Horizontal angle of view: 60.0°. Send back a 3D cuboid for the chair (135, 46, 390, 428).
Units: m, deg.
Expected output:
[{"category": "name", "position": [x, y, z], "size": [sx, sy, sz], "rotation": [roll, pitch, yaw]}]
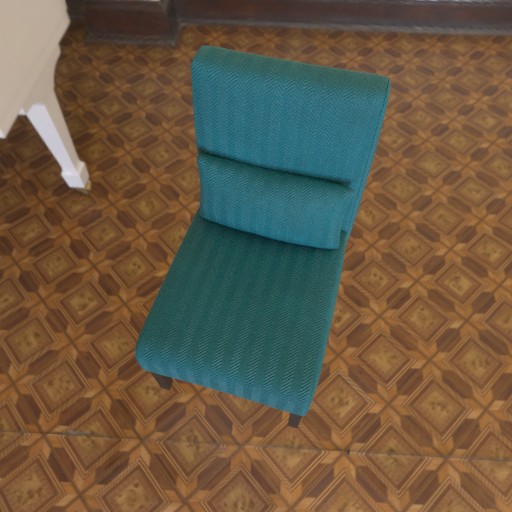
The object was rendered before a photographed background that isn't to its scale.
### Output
[{"category": "chair", "position": [0.000, 0.000, 1.440], "size": [0.579, 0.927, 0.808], "rotation": [14, 58, 9]}]
